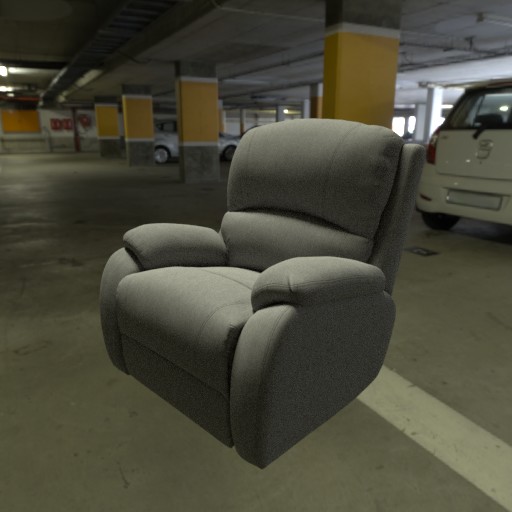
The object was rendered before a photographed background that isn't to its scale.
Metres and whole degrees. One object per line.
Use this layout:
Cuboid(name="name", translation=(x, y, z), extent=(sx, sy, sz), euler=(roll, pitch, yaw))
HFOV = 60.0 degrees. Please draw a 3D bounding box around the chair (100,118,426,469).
Cuboid(name="chair", translation=(0.000, 0.000, 1.686), extent=(0.930, 1.011, 0.899), euler=(15, 21, 42))
